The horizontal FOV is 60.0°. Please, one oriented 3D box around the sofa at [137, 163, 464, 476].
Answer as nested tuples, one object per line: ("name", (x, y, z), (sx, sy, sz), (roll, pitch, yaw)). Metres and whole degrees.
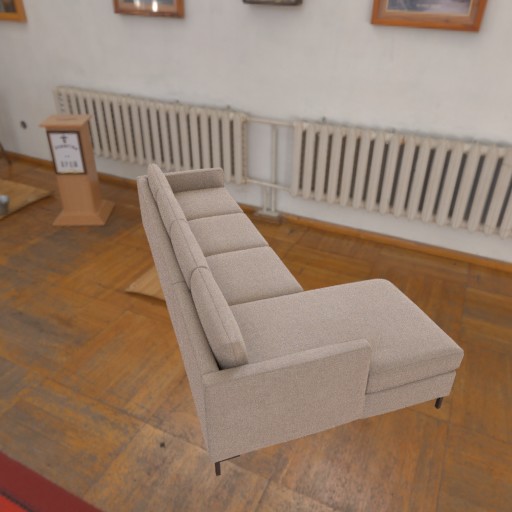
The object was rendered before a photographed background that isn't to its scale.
("sofa", (0.000, 0.000, 3.442), (1.469, 0.816, 2.923), (-10, 32, -16))
